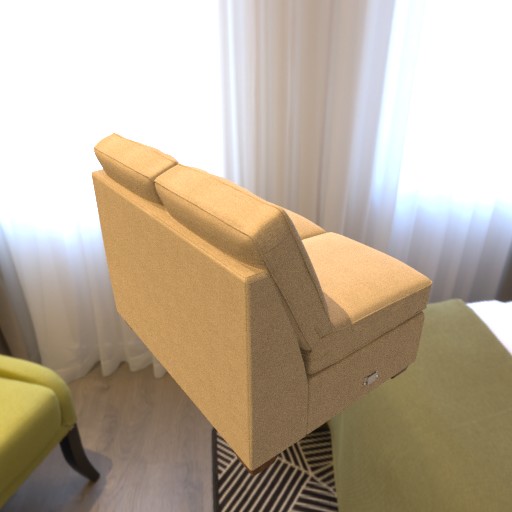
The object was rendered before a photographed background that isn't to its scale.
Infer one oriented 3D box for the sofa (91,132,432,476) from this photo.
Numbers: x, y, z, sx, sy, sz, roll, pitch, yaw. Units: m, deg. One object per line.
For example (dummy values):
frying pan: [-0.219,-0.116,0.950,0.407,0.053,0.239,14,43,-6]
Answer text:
sofa: [0.000,0.000,2.001,0.978,1.006,1.232,-19,33,-32]
